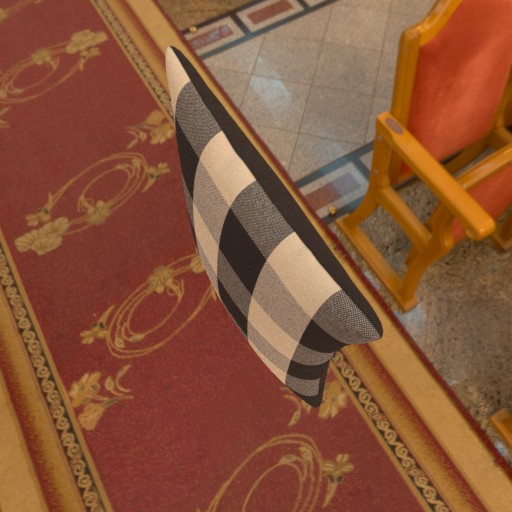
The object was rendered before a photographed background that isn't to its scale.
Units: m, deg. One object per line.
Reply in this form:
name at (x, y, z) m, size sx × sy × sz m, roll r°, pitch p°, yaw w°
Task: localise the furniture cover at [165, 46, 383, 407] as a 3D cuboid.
furniture cover at (0.000, 0.000, 0.781) m, size 0.161 × 0.509 × 0.511 m, roll -28°, pitch 67°, yaw -13°
